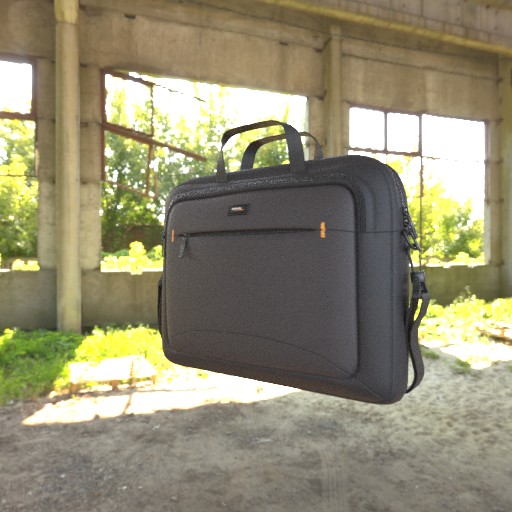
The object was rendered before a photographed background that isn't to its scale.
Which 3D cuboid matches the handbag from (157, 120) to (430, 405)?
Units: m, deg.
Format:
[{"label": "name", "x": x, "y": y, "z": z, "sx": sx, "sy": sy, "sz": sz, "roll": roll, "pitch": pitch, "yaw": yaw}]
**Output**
[{"label": "handbag", "x": 0.000, "y": 0.000, "z": 0.585, "sx": 0.429, "sy": 0.330, "sz": 0.126, "roll": 0, "pitch": 0, "yaw": 36}]
